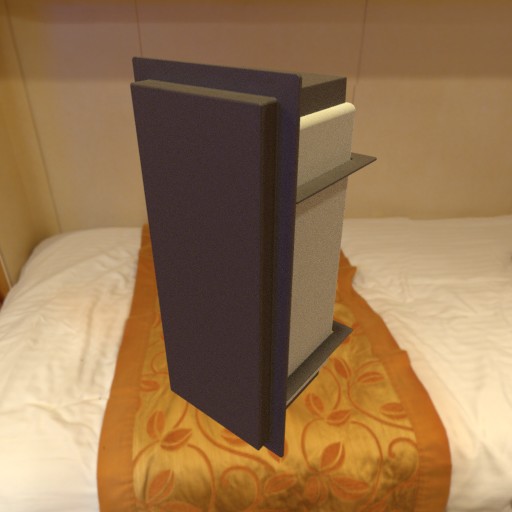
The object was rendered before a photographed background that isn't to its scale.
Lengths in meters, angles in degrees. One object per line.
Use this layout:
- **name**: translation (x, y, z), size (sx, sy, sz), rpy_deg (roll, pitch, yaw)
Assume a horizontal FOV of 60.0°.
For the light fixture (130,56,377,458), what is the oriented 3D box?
- **light fixture**: translation (0.000, 0.000, 0.421), size (0.153, 0.347, 0.146), rpy_deg (21, 36, 33)
